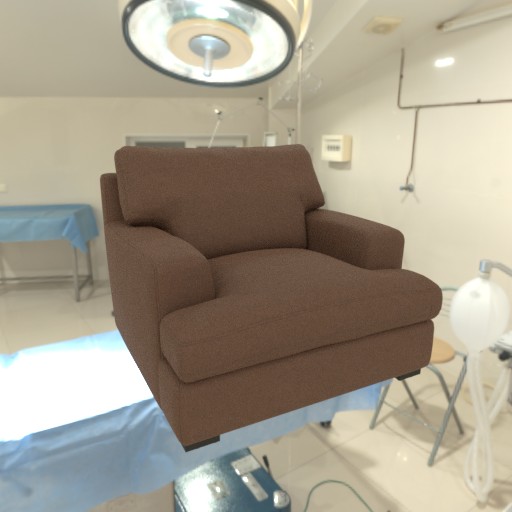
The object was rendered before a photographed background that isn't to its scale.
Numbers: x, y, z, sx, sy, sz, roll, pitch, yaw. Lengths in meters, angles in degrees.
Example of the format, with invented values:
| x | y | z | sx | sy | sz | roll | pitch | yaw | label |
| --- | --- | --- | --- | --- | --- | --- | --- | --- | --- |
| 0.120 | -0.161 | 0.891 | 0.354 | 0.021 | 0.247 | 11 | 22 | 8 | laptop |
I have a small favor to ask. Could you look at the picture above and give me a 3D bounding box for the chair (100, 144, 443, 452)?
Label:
| x | y | z | sx | sy | sz | roll | pitch | yaw | label |
| --- | --- | --- | --- | --- | --- | --- | --- | --- | --- |
| 0.000 | 0.000 | 1.959 | 1.168 | 0.940 | 1.143 | -8 | 17 | -27 | chair |
